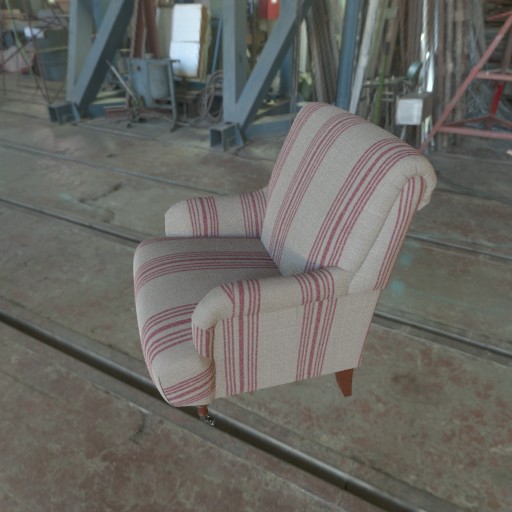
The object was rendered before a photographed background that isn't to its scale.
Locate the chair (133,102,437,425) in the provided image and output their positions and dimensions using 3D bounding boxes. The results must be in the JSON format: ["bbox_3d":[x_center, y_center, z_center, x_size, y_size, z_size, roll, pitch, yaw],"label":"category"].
[{"bbox_3d":[0.000,0.000,1.922,1.058,1.123,0.933,-9,32,-14],"label":"chair"}]
